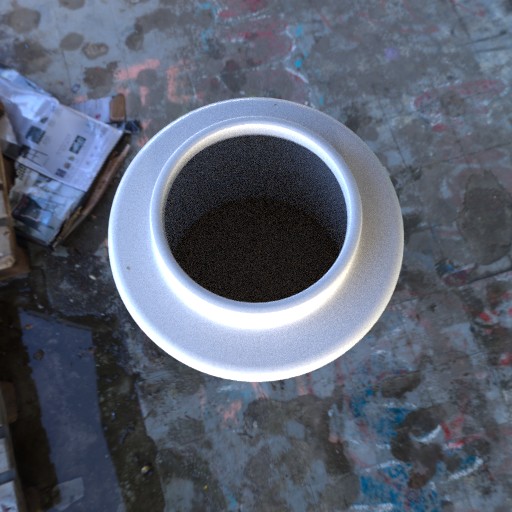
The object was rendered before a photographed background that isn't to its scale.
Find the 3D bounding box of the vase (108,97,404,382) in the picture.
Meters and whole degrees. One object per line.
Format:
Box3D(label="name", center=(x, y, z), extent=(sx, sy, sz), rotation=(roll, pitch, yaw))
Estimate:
Box3D(label="vase", center=(0.000, 0.000, 0.282), extent=(0.153, 0.167, 0.153), rotation=(0, 75, 0))
